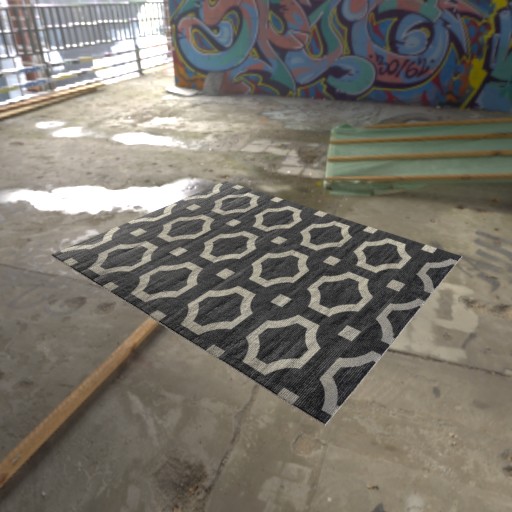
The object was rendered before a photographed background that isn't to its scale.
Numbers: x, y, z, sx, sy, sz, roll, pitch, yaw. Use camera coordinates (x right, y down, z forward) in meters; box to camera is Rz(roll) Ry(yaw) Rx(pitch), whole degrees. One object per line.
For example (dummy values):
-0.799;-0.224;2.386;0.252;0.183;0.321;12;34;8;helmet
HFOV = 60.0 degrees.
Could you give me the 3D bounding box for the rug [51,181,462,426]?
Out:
0.000;0.000;4.215;3.049;0.021;2.466;23;38;33;rug
